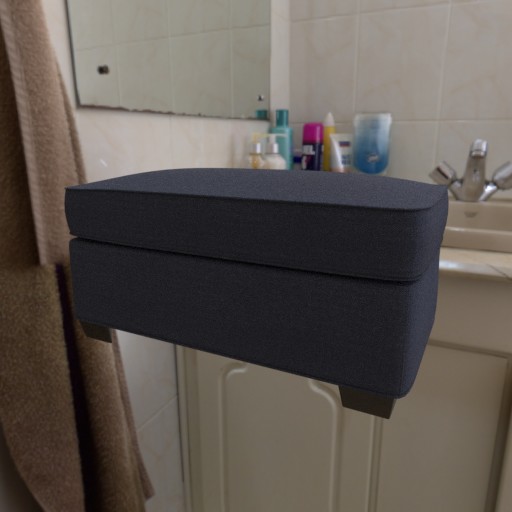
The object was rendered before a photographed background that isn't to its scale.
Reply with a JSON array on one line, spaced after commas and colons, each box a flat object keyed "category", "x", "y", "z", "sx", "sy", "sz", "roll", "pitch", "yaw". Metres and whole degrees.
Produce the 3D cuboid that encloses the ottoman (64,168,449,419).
[{"category": "ottoman", "x": 0.000, "y": 0.000, "z": 1.178, "sx": 0.895, "sy": 0.453, "sz": 0.505, "roll": 7, "pitch": 16, "yaw": 26}]
